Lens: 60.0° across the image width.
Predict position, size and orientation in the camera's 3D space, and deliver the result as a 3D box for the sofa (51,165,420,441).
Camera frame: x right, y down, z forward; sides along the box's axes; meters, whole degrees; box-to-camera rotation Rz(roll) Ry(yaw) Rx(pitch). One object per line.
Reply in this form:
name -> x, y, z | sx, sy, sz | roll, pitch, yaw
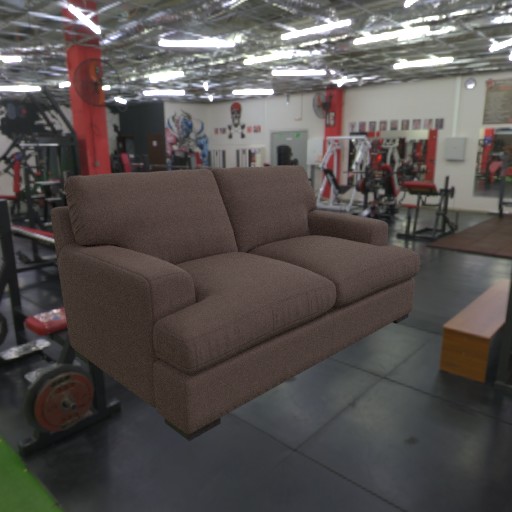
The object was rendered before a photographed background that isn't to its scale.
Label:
sofa -> 0.000, 0.000, 2.512 | 1.140, 0.950, 1.869 | 14, 19, 43
